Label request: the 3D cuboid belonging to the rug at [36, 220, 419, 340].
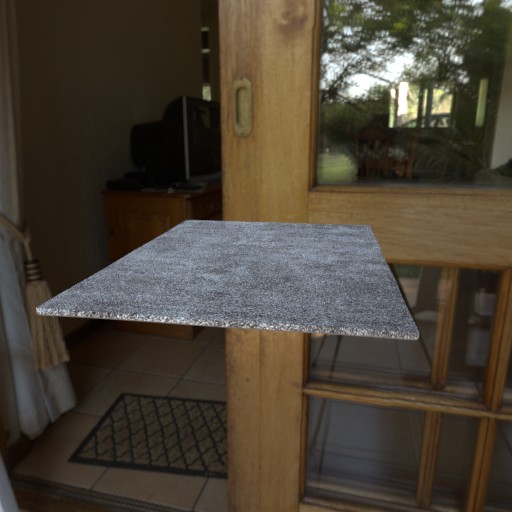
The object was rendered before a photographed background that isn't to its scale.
[{"bbox_3d":[0.000,0.000,2.113,1.198,0.025,1.601,2,15,9],"label":"rug"}]
